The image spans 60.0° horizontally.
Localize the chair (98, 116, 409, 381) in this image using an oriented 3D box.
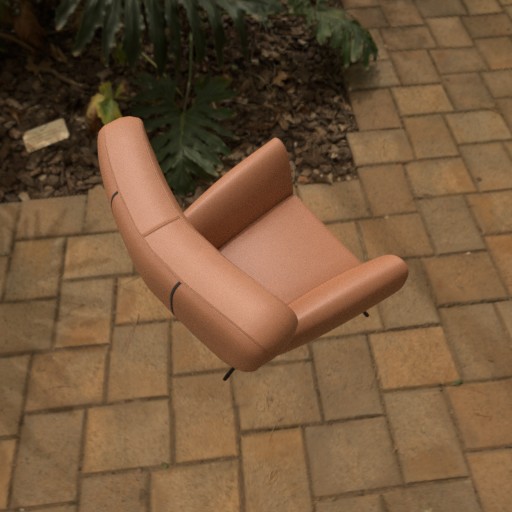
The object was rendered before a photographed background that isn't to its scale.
[{"bbox_3d":[0.000,0.000,1.805,0.900,1.050,0.980,-31,64,-17],"label":"chair"}]
